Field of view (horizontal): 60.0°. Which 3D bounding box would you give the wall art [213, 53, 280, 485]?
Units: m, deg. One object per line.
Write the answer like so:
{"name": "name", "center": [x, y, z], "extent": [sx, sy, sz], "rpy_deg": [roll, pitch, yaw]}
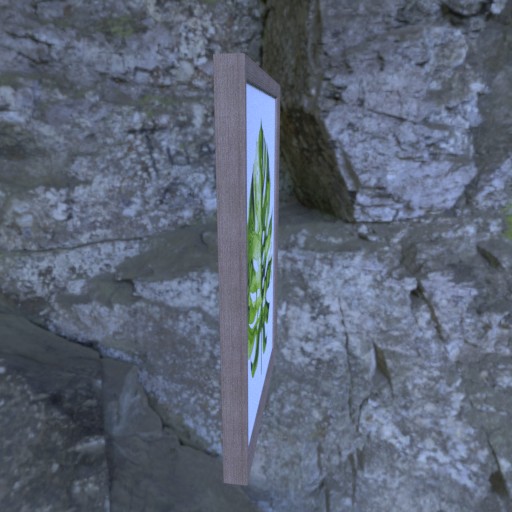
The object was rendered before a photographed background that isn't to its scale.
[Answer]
{"name": "wall art", "center": [0.000, 0.000, 0.666], "extent": [0.031, 0.509, 0.356], "rpy_deg": [2, 16, 8]}
